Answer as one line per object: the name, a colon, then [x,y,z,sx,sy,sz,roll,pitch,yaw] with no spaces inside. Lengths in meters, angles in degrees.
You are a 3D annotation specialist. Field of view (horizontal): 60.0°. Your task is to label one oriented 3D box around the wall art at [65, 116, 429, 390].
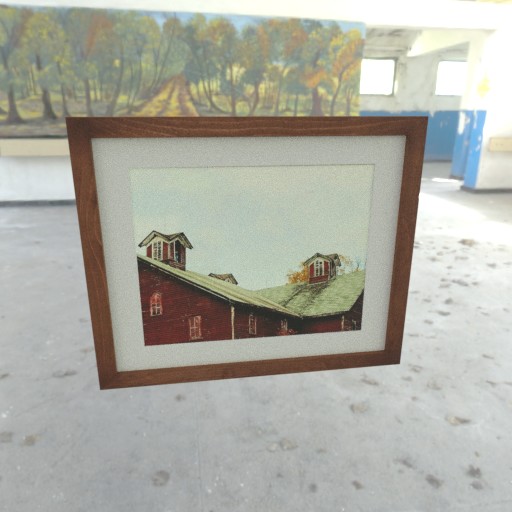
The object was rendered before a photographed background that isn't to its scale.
wall art: [0.000,0.000,0.761,0.558,0.457,0.033,-3,18,-8]
